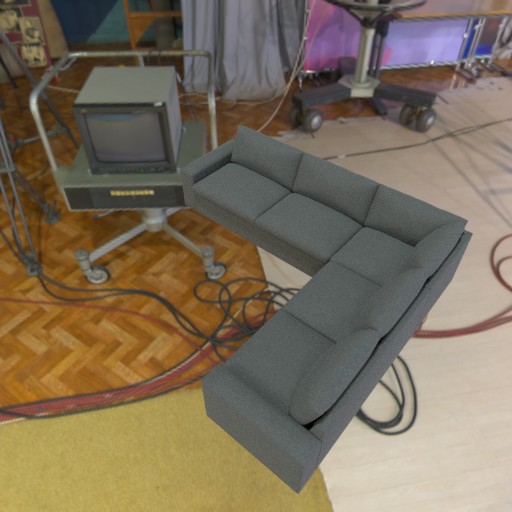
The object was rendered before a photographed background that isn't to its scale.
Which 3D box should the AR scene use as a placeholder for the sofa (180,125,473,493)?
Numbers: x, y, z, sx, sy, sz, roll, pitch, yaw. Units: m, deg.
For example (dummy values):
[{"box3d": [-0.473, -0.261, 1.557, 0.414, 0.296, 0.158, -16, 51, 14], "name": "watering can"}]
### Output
[{"box3d": [0.000, 0.000, 4.609, 3.277, 0.965, 2.895, 31, 52, 28], "name": "sofa"}]
